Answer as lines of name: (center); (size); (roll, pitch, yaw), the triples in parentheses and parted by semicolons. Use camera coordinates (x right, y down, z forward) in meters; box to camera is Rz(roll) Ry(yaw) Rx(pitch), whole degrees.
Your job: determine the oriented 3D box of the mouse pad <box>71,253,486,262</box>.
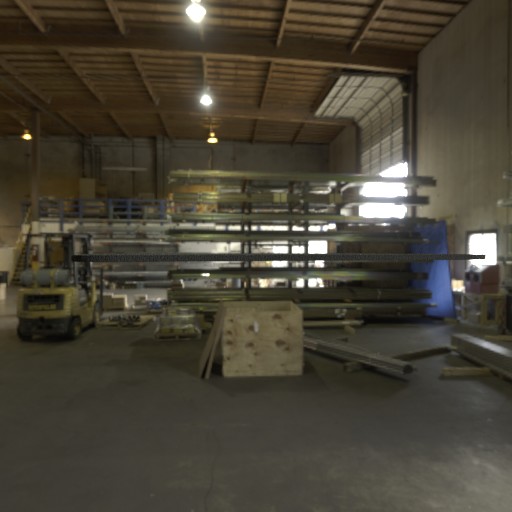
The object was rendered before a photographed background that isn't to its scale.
mouse pad: (0.000, 0.000, 0.315); (0.229, 0.003, 0.203); (0, 1, -17)
